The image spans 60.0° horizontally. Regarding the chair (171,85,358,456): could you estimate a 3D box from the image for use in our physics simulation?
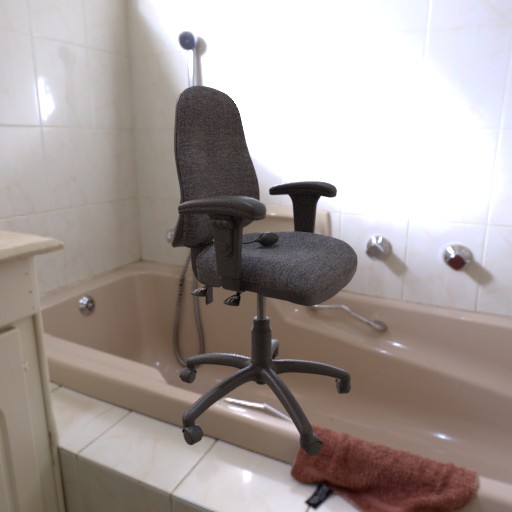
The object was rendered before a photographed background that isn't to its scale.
[{"bbox_3d":[0.000,0.000,1.241,0.530,0.910,0.550,8,16,28],"label":"chair"}]
